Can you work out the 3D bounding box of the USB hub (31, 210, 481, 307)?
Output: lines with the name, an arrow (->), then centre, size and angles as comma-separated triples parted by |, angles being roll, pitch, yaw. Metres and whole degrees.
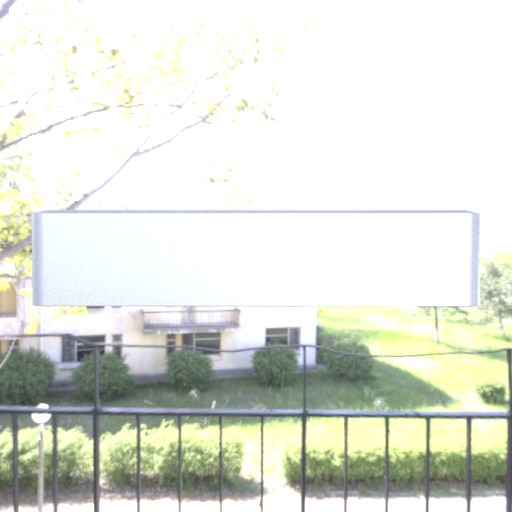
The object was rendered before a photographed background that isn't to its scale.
USB hub -> 0.000, 0.000, 0.127 | 0.110, 0.023, 0.044 | 0, 1, 0
